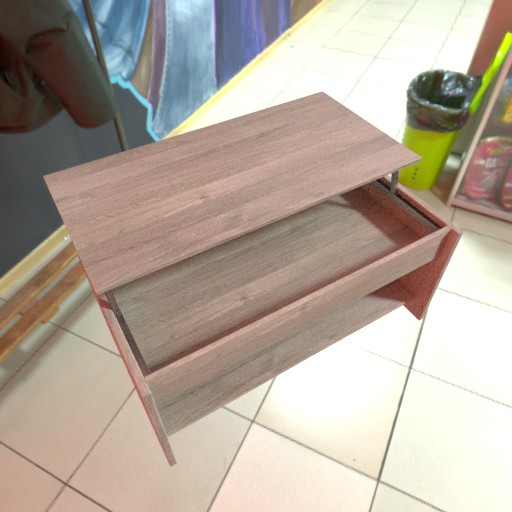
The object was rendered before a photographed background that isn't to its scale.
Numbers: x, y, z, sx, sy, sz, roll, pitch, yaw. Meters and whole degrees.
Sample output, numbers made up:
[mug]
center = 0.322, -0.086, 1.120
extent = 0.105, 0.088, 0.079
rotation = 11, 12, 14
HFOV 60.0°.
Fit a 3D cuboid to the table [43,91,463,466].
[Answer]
[table]
center = 0.000, 0.000, 1.447
extent = 1.000, 0.570, 0.712
rotation = -24, 51, -21
